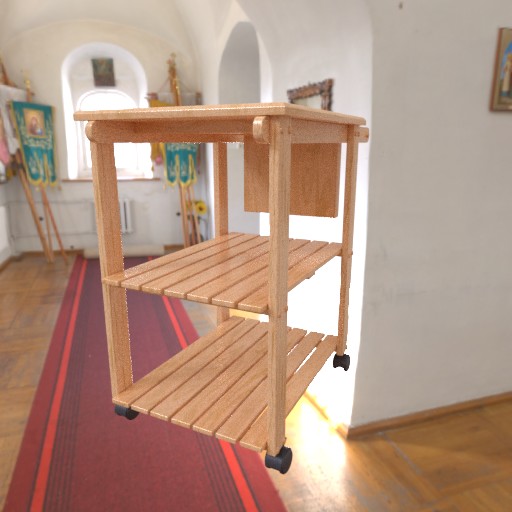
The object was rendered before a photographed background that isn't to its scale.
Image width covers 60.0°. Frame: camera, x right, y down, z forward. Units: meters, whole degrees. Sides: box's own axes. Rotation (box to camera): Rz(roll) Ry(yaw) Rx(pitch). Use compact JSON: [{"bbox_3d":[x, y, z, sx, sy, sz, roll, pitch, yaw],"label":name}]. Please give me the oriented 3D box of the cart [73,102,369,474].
[{"bbox_3d":[0.000,0.000,1.338,0.520,0.816,0.843,7,16,26],"label":"cart"}]
